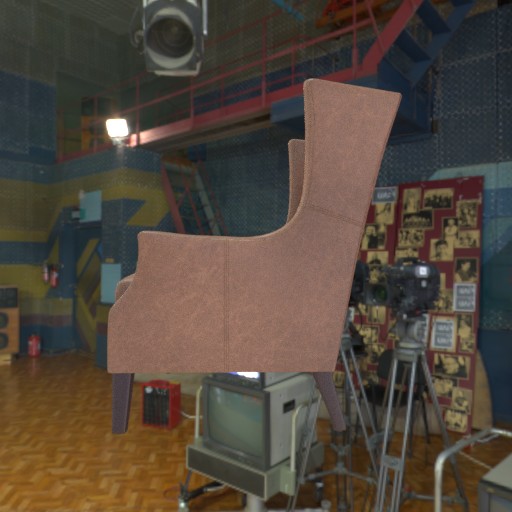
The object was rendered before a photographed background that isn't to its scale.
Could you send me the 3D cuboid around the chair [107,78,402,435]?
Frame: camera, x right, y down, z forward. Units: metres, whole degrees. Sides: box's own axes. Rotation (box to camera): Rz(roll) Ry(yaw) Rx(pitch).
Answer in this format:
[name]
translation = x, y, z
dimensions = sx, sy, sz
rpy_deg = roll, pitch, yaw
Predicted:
[chair]
translation = 0.000, 0.000, 1.715
dimensions = 0.913, 1.088, 0.815
rpy_deg = 0, -1, 0
